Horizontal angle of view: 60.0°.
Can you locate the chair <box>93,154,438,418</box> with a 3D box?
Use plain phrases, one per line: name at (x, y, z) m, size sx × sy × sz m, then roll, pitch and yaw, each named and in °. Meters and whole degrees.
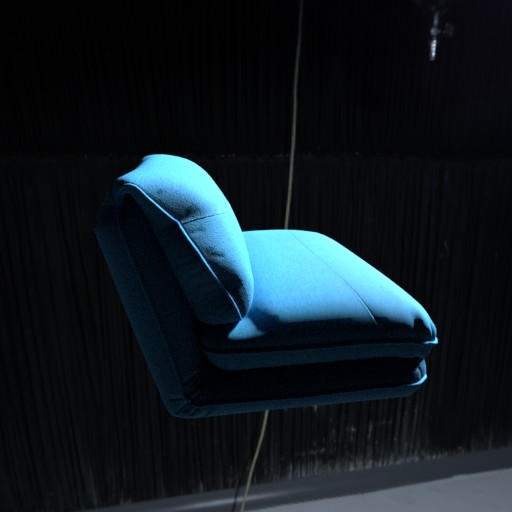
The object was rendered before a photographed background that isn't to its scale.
chair at (0.000, 0.000, 1.336) m, size 0.780 × 0.580 × 0.820 m, roll -3°, pitch 16°, yaw -9°
